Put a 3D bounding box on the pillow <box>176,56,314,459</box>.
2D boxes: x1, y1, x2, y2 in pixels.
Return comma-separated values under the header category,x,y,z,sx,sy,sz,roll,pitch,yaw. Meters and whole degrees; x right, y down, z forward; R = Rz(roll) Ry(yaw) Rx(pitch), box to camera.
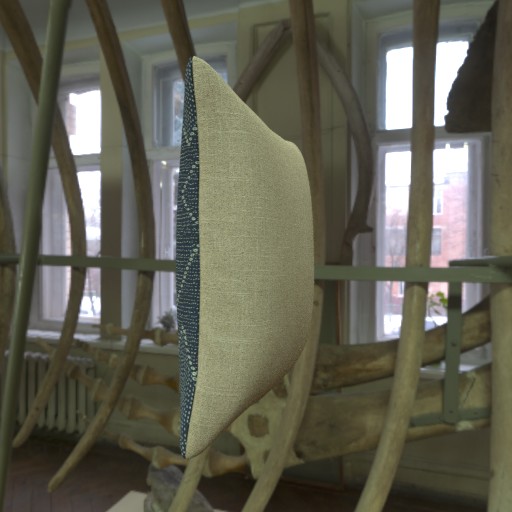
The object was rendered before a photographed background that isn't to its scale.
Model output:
category,x,y,z,sx,sy,sz,roll,pitch,yaw
pillow,0.000,0.000,0.669,0.148,0.428,0.435,0,0,19
